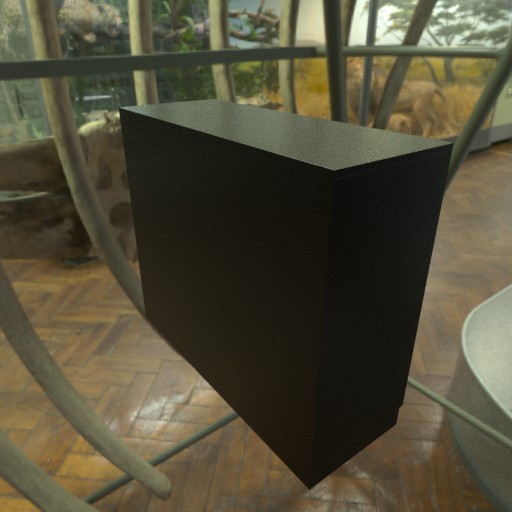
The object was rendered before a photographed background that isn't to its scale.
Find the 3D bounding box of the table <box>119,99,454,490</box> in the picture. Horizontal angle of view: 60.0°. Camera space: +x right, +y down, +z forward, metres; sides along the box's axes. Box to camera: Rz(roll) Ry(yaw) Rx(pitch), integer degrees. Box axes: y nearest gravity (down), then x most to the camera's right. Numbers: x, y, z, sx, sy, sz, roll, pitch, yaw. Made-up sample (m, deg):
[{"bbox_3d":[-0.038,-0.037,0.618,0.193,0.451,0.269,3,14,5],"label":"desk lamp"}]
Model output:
[{"bbox_3d":[0.000,0.000,1.338,0.380,0.790,0.930,-18,32,-33],"label":"table"}]
